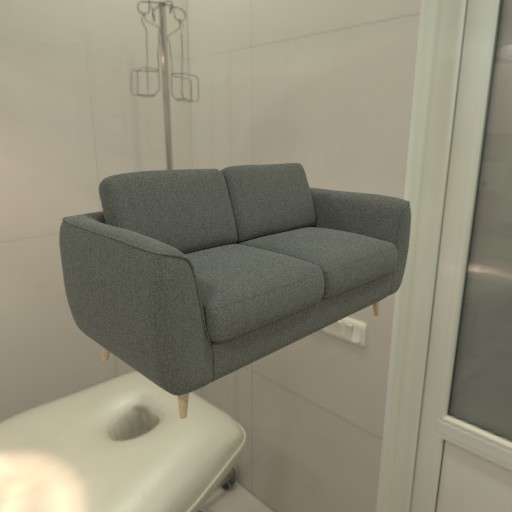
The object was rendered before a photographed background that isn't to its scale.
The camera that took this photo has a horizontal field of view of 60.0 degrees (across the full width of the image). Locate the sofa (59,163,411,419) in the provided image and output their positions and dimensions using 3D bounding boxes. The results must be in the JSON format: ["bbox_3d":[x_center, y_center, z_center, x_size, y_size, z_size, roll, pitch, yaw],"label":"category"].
[{"bbox_3d":[0.000,0.000,2.251,1.700,0.870,0.920,-15,21,-43],"label":"sofa"}]
